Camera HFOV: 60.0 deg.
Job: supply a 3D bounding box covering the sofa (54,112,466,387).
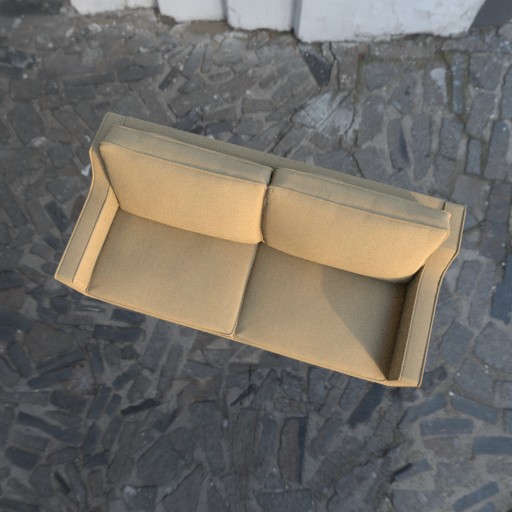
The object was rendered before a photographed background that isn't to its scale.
[{"bbox_3d":[0.000,0.000,2.794,2.178,1.071,1.066,16,75,4],"label":"sofa"}]
